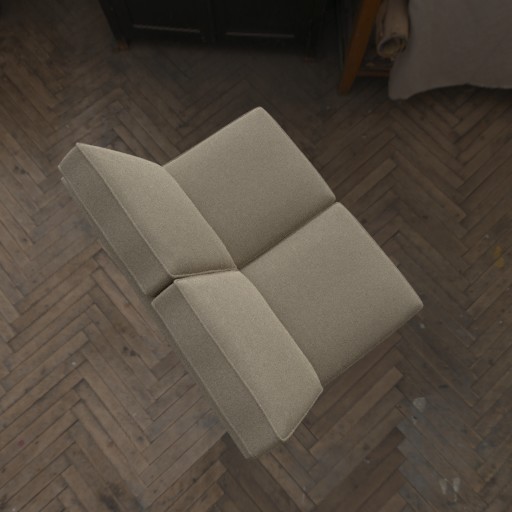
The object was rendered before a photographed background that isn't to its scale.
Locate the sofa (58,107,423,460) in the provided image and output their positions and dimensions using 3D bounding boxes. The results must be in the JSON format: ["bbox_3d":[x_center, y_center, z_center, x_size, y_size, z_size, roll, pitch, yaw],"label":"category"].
[{"bbox_3d":[0.000,0.000,1.937,0.951,1.008,1.237,-35,78,-9],"label":"sofa"}]
